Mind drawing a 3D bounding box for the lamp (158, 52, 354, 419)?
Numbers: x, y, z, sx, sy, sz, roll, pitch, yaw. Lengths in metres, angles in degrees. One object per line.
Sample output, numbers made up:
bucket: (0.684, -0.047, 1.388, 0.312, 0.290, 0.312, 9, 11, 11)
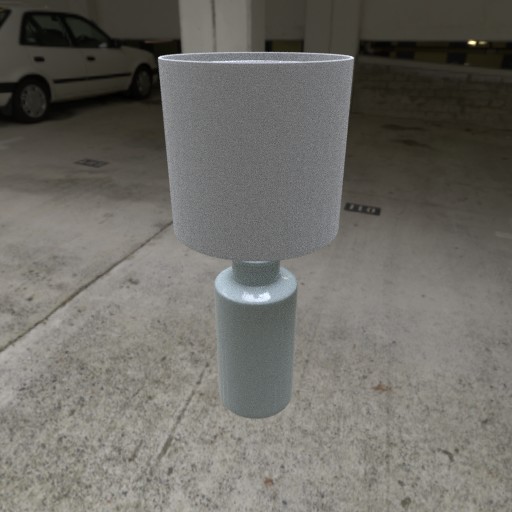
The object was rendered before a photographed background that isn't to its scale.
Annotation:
lamp: (0.000, 0.000, 0.600, 0.212, 0.493, 0.212, 9, 28, 16)
